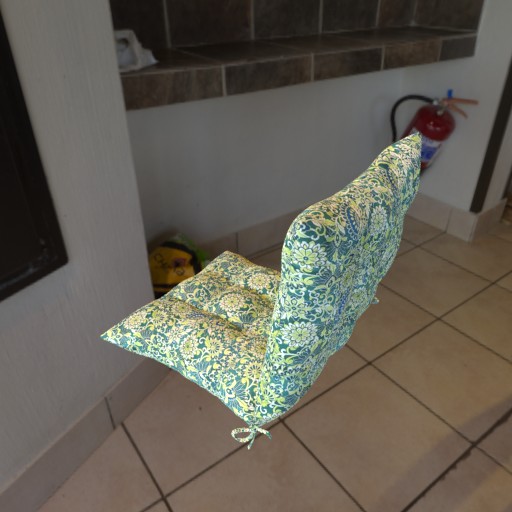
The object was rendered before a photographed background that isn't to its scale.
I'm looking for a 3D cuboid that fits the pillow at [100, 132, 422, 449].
[{"bbox_3d":[0.000,0.000,1.007,0.585,0.536,0.541,21,38,29],"label":"pillow"}]
